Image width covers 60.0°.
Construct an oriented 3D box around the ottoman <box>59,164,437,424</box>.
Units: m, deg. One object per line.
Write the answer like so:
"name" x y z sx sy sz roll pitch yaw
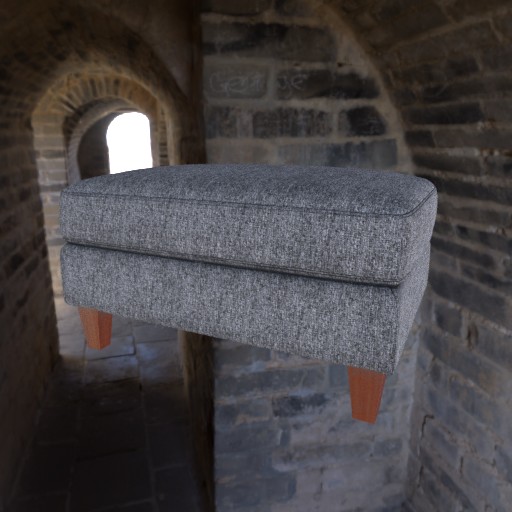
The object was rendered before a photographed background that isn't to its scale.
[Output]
"ottoman" 0.000 0.000 1.202 0.864 0.483 0.584 7 16 25
